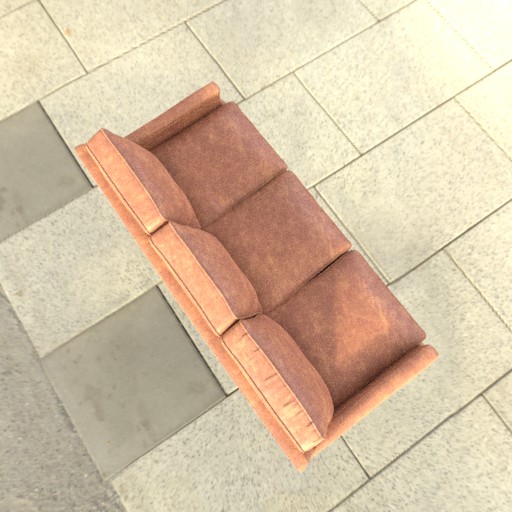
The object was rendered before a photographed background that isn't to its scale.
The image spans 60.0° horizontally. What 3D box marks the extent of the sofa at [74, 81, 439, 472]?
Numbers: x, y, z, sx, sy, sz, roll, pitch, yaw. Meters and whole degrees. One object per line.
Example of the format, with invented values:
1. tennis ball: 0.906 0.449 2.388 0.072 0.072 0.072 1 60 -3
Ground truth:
1. sofa: 0.000 0.000 2.778 1.084 1.003 2.246 -35 78 -9
